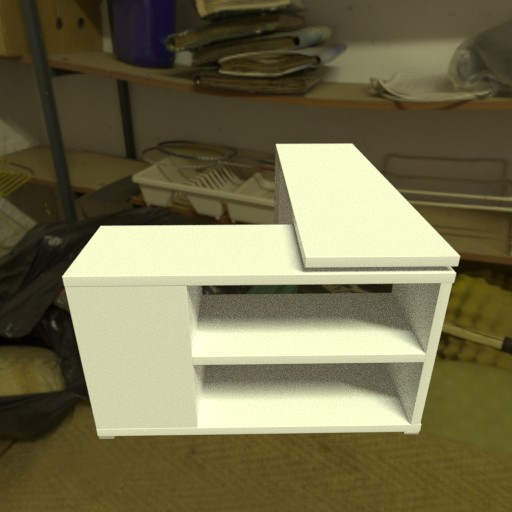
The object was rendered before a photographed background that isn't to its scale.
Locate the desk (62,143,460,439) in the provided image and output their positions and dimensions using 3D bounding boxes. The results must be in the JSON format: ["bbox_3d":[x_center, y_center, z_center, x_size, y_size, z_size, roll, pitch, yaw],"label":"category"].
[{"bbox_3d":[0.000,0.000,2.170,1.200,0.753,1.524,0,27,-1],"label":"desk"}]
